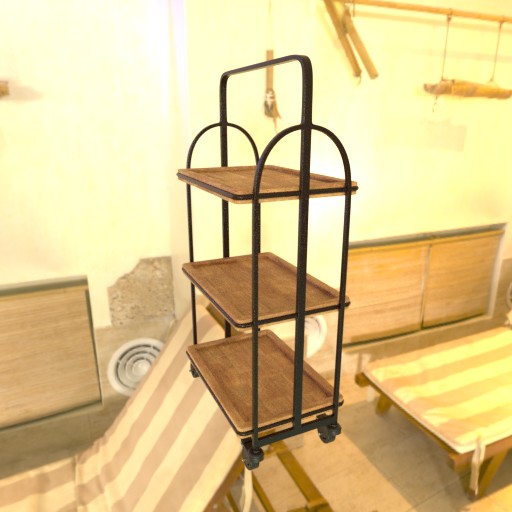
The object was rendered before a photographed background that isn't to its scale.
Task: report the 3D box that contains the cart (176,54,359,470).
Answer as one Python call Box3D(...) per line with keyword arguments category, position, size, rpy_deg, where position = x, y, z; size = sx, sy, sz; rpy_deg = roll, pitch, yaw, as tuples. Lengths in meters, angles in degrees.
Box3D(category="cart", position=(0.000, 0.000, 1.256), size=(0.327, 1.001, 0.553), rpy_deg=(-8, 19, -24))
